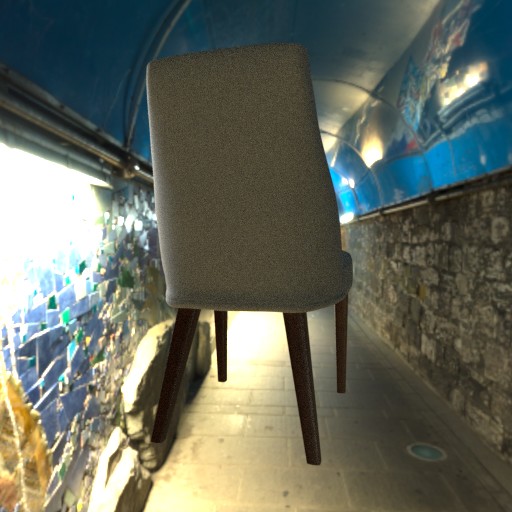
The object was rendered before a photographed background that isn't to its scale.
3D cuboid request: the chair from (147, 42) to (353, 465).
[{"bbox_3d":[0.000,0.000,1.249,0.500,0.930,0.620,0,2,16],"label":"chair"}]
